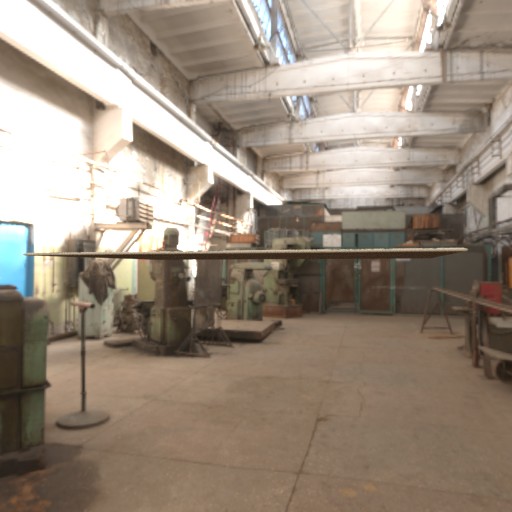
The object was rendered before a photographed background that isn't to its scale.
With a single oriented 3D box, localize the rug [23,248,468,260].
[{"bbox_3d":[0.000,0.000,2.316,1.831,0.012,1.213,0,-2,17],"label":"rug"}]
